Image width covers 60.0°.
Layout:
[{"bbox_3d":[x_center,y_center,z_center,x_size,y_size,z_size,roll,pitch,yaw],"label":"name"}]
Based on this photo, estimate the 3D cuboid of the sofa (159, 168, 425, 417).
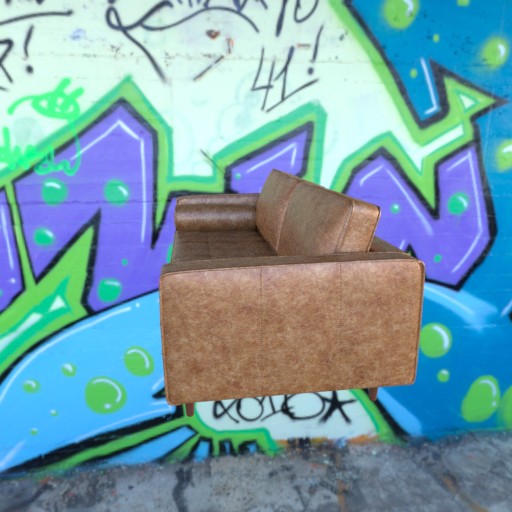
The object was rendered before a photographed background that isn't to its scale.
[{"bbox_3d":[0.000,0.000,2.401,0.924,0.825,1.920,-2,15,-8],"label":"sofa"}]
